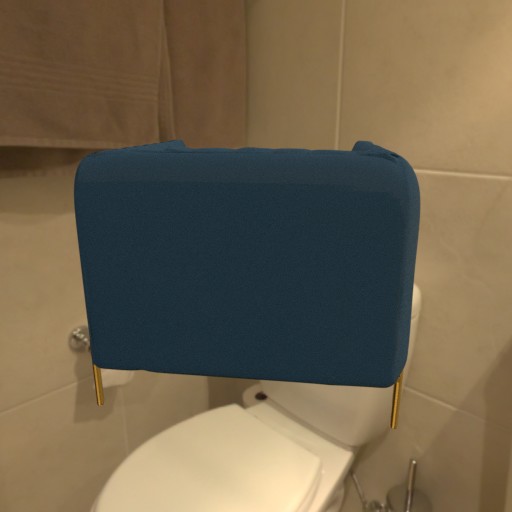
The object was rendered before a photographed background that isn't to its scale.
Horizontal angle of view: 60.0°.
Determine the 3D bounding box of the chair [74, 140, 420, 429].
[{"bbox_3d":[0.000,0.000,1.582,0.947,0.793,0.877,2,17,7],"label":"chair"}]
